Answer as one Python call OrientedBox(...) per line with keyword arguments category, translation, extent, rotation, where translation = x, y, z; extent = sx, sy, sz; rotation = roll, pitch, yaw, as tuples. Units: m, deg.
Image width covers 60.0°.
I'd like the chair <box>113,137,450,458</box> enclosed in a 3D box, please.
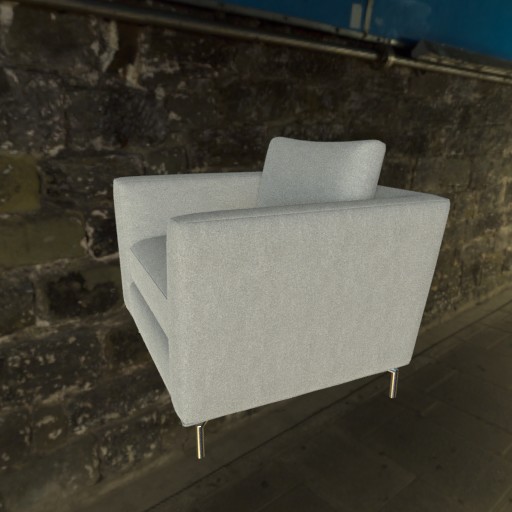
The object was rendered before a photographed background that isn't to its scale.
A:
OrientedBox(category="chair", translation=(0.000, 0.000, 1.689), extent=(0.889, 0.864, 1.041), rotation=(-7, 18, -24))
